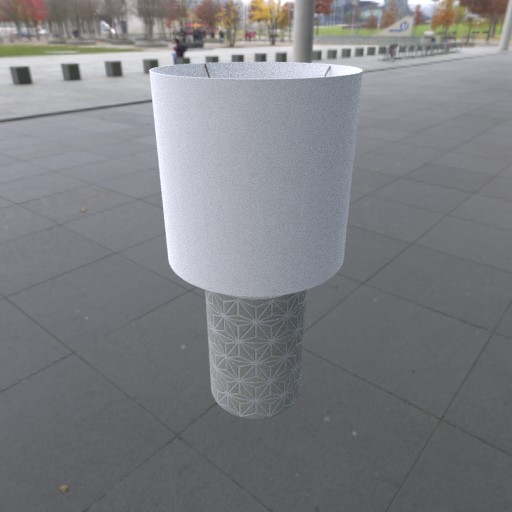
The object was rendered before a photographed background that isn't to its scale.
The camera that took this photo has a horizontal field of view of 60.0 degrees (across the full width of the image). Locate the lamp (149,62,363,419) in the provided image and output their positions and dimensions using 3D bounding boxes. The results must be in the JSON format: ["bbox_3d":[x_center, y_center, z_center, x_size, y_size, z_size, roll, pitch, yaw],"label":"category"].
[{"bbox_3d":[0.000,0.000,0.533,0.206,0.416,0.206,-18,32,-31],"label":"lamp"}]
